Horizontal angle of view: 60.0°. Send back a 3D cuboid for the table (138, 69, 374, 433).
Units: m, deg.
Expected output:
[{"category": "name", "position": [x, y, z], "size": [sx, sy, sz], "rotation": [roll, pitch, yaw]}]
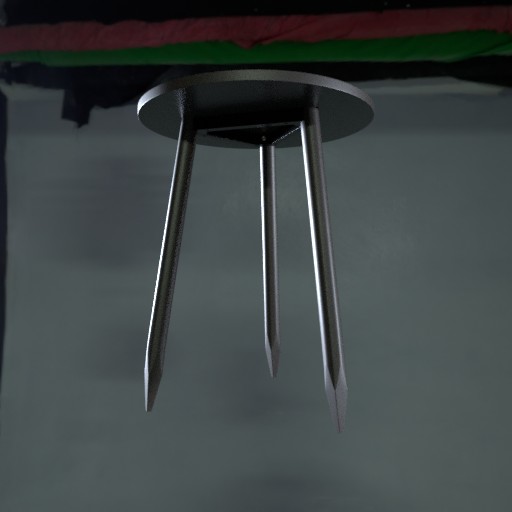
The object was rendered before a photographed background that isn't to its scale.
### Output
[{"category": "table", "position": [0.000, 0.000, 0.893], "size": [0.457, 0.585, 0.457], "rotation": [0, 1, 0]}]
